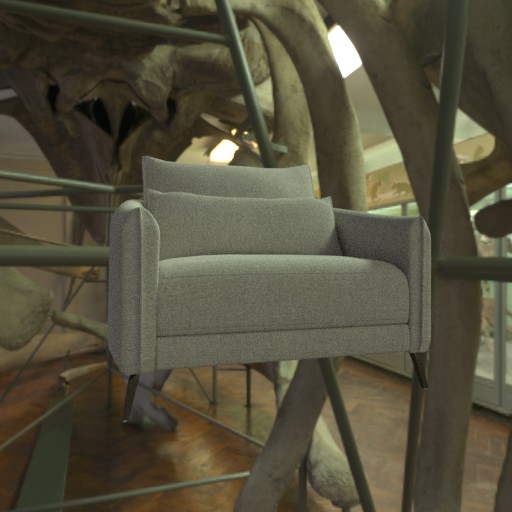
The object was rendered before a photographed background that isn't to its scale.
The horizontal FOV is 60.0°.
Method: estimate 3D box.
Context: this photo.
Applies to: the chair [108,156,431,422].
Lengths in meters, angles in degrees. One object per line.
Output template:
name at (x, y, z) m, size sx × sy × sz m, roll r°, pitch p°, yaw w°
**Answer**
chair at (0.000, 0.000, 1.624) m, size 1.029 × 0.856 × 0.801 m, roll 0°, pitch 0°, yaw -18°
